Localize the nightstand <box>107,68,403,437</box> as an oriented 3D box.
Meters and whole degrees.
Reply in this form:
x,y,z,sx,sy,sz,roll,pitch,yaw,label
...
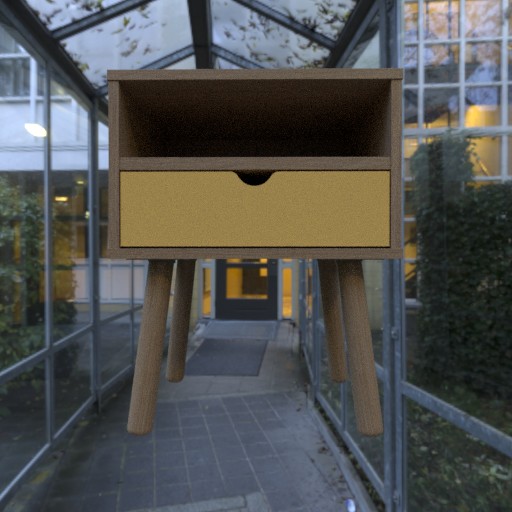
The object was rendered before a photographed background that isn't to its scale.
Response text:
x,y,z,sx,sy,sz,roll,pitch,yaw,label
0.000,0.000,0.865,0.450,0.571,0.380,0,0,1,nightstand
